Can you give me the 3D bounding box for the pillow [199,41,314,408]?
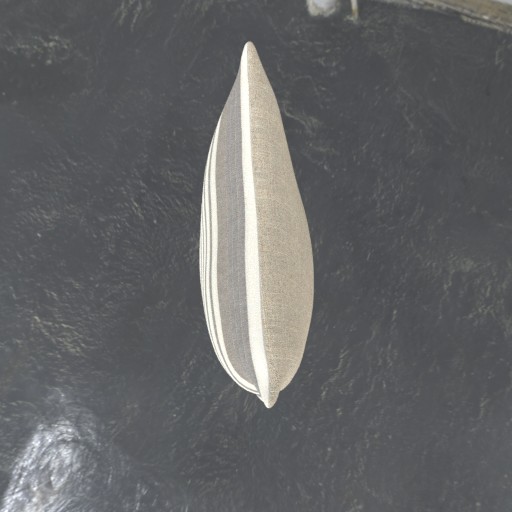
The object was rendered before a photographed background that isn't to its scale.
[{"bbox_3d":[0.000,0.000,0.689,0.182,0.440,0.439,-3,73,-1],"label":"pillow"}]
